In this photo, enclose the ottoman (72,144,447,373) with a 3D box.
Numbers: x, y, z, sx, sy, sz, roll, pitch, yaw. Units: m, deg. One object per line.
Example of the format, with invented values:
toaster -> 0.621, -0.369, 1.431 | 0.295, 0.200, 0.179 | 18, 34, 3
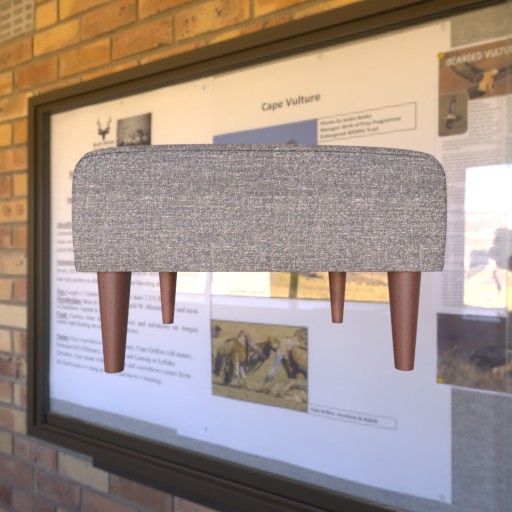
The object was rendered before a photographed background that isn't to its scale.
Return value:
ottoman -> 0.000, 0.000, 1.049 | 0.648, 0.399, 0.655 | 0, 0, -2
